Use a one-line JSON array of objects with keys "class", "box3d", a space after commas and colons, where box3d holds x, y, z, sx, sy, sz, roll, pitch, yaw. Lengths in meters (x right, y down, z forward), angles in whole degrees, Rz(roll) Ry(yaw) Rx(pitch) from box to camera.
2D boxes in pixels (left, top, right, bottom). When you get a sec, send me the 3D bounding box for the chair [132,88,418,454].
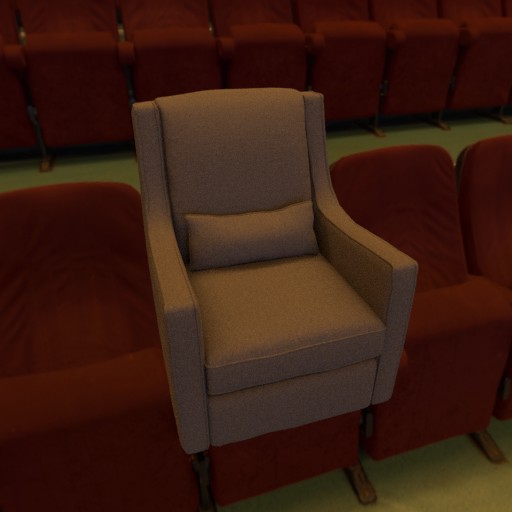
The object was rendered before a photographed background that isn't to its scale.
[{"class": "chair", "box3d": [0.000, 0.000, 1.567, 0.732, 0.993, 0.879, -9, 33, -15]}]
